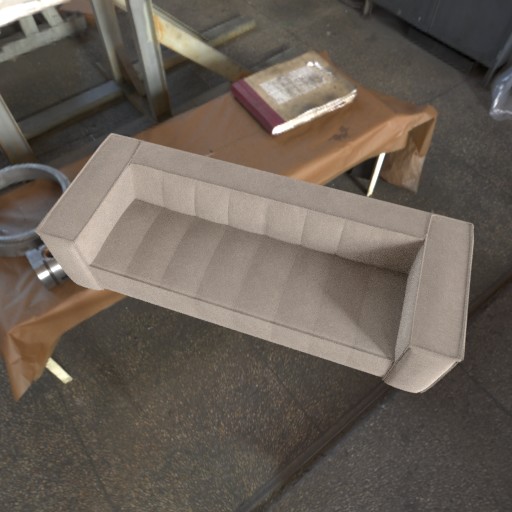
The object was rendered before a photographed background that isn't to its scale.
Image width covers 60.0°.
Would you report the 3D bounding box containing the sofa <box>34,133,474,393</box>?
[{"bbox_3d":[0.000,0.000,3.107,2.697,0.680,1.038,16,59,10],"label":"sofa"}]
